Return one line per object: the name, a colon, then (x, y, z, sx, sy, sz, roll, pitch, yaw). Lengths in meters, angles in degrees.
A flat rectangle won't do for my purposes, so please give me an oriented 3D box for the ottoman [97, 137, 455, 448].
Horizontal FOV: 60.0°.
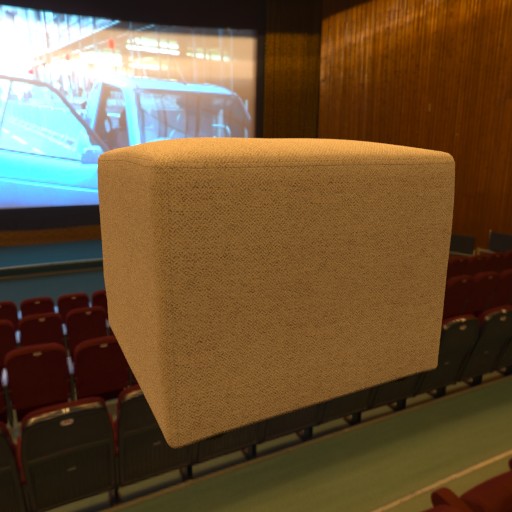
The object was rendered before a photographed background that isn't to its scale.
ottoman: (0.000, 0.000, 0.882, 0.521, 0.453, 0.512, -7, 15, -26)
